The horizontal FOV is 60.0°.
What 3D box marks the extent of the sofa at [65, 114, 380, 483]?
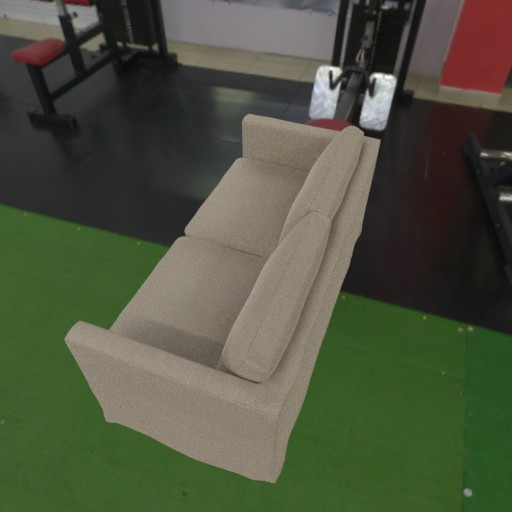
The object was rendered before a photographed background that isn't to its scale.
[{"bbox_3d":[0.000,0.000,2.486,0.956,0.847,1.987,16,48,15],"label":"sofa"}]
